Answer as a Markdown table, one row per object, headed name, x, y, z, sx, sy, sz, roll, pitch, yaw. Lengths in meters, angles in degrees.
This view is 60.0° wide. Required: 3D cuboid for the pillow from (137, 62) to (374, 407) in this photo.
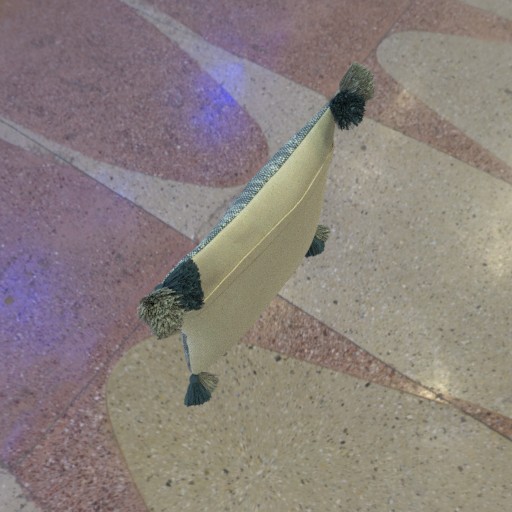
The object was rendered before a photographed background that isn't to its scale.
| name | x | y | z | sx | sy | sz | roll | pitch | yaw |
| --- | --- | --- | --- | --- | --- | --- | --- | --- | --- |
| pillow | 0.000 | 0.000 | 0.915 | 0.138 | 0.634 | 0.614 | 34 | 68 | 16 |
